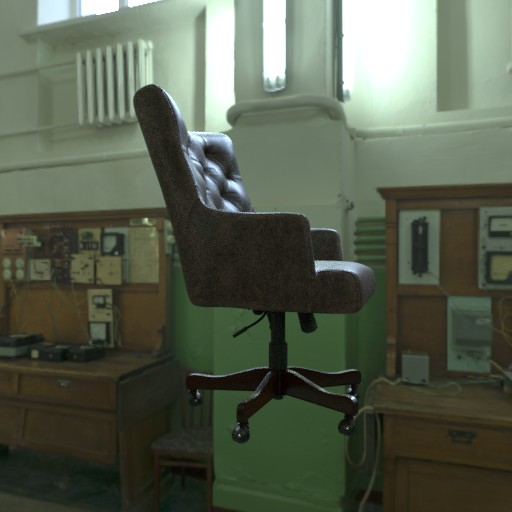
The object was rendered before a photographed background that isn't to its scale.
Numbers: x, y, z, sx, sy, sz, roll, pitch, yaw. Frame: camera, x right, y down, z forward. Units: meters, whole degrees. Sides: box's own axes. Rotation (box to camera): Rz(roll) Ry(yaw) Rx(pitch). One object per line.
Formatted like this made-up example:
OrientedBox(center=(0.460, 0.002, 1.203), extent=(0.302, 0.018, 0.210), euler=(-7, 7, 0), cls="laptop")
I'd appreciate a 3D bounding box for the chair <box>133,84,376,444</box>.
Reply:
OrientedBox(center=(0.000, 0.000, 1.516), extent=(0.762, 1.035, 0.641), euler=(0, -1, 18), cls="chair")
